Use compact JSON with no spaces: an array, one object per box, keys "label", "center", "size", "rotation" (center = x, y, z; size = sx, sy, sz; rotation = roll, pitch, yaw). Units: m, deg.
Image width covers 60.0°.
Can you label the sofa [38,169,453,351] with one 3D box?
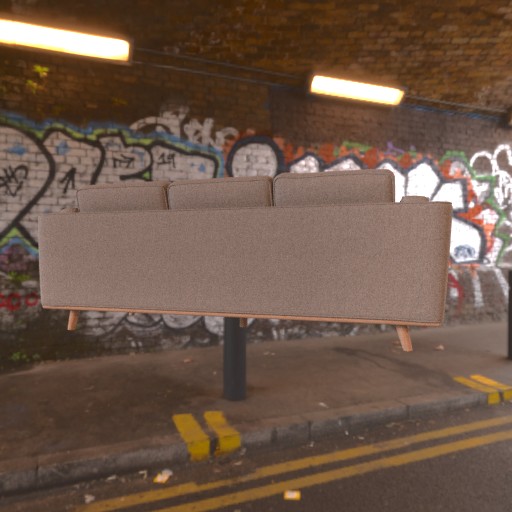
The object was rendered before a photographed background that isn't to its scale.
[{"label":"sofa","center":[0.000,0.000,3.147],"size":[2.411,0.929,1.604],"rotation":[0,1,17]}]
